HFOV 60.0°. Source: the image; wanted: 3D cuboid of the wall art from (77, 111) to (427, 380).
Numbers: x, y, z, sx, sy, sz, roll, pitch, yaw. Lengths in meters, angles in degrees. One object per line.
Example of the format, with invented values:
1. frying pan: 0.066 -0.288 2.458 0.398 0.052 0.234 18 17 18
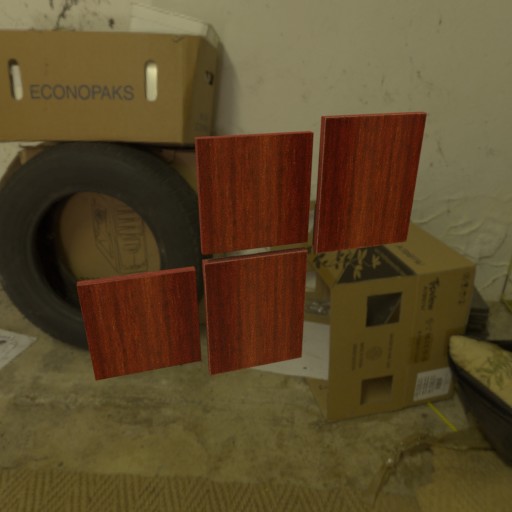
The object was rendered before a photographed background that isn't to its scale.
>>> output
1. wall art: 0.000 0.000 0.834 0.635 0.497 0.030 -7 26 -15
